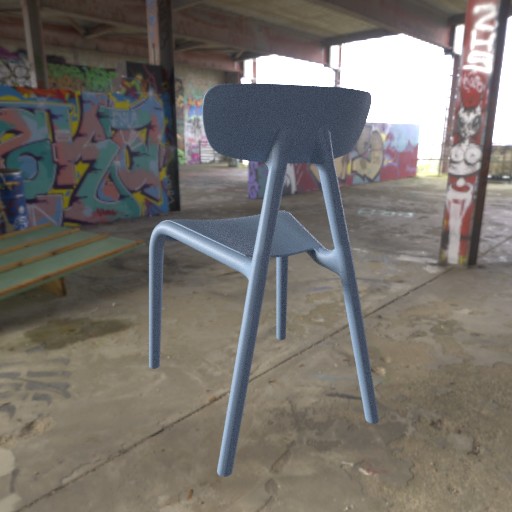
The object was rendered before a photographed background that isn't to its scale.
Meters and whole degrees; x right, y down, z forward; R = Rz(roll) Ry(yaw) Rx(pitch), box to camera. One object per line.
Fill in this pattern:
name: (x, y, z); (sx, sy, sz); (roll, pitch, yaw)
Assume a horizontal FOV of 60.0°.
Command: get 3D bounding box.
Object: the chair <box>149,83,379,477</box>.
chair: (0.000, 0.000, 0.848); (0.356, 0.580, 0.401); (-7, 17, -25)
